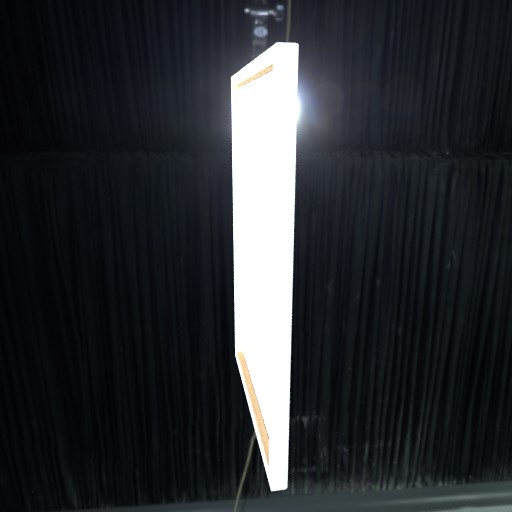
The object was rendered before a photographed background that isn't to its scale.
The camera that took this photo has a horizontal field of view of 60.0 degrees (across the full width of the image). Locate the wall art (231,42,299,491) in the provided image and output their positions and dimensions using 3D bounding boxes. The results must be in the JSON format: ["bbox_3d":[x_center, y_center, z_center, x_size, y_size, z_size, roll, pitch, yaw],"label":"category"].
[{"bbox_3d":[0.000,0.000,1.145,0.038,0.912,0.607,-3,17,-10],"label":"wall art"}]
